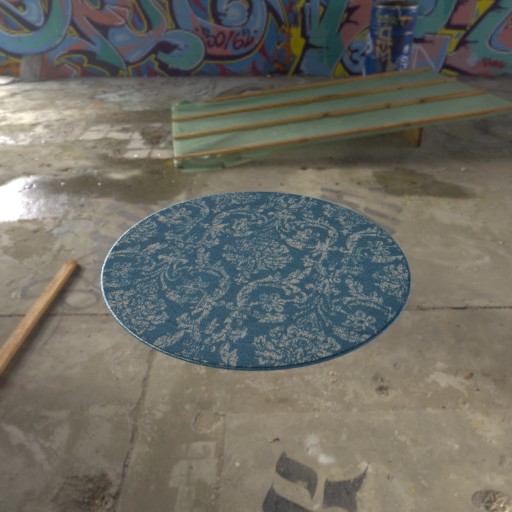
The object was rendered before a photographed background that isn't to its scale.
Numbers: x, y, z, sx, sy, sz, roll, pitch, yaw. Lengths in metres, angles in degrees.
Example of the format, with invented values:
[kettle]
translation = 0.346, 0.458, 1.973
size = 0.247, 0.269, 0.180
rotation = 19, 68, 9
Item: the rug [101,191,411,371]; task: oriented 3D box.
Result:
[rug]
translation = 0.000, 0.000, 2.367
size = 1.593, 0.012, 1.593
rotation = 0, 34, 0
